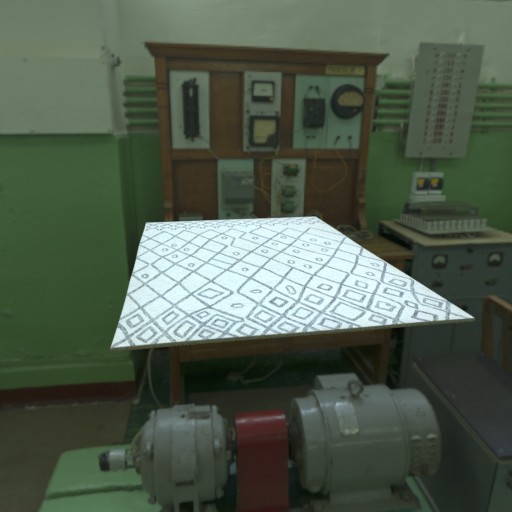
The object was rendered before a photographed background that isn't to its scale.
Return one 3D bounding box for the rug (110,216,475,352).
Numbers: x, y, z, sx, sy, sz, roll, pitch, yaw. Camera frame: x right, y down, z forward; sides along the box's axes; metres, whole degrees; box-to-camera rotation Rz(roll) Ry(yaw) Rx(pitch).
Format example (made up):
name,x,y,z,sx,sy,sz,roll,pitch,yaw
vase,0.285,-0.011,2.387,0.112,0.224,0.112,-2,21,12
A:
name,x,y,z,sx,sy,sz,roll,pitch,yaw
rug,0.000,0.000,2.296,1.222,0.015,1.828,-3,17,-10
